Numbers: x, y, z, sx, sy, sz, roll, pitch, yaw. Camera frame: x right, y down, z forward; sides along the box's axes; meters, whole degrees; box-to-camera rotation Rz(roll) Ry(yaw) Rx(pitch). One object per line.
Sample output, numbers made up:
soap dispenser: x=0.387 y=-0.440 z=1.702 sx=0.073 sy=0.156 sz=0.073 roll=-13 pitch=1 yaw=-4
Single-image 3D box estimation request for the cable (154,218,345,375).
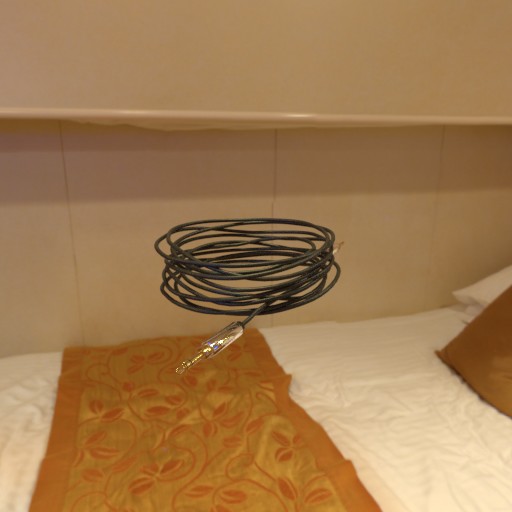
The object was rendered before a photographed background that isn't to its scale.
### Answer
cable: x=0.000 y=0.000 z=0.514 sx=0.198 sy=0.069 sz=0.432 roll=8 pitch=18 yaw=27
